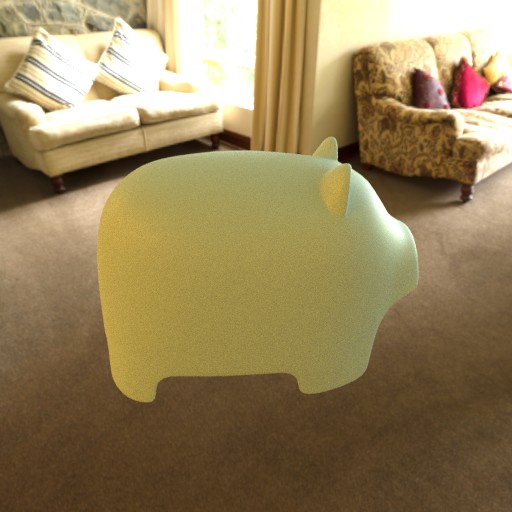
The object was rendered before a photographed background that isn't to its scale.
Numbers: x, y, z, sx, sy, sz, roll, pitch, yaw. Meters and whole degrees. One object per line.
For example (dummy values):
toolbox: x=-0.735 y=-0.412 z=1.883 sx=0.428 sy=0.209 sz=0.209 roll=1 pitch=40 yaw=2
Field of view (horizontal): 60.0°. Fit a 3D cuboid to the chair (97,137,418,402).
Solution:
chair: x=0.000 y=0.000 z=0.866 sx=0.619 sy=0.423 sz=0.364 roll=-1 pitch=33 yaw=-1
